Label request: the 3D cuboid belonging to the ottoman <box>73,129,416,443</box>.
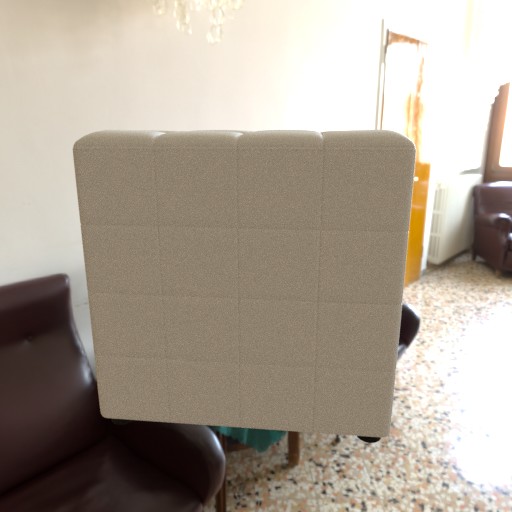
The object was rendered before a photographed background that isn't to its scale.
[{"bbox_3d":[0.000,0.000,0.790,0.425,0.432,0.425,2,15,6],"label":"ottoman"}]
